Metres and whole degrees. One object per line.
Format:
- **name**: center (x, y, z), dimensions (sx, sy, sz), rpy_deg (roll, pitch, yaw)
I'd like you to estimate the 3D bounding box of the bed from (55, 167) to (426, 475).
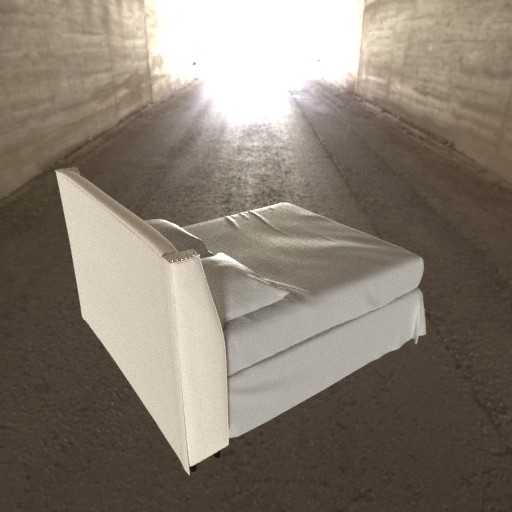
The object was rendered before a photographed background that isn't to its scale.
- **bed**: center (0.000, 0.000, 3.400), dimensions (2.276, 1.332, 1.925), rpy_deg (-17, 30, -32)
